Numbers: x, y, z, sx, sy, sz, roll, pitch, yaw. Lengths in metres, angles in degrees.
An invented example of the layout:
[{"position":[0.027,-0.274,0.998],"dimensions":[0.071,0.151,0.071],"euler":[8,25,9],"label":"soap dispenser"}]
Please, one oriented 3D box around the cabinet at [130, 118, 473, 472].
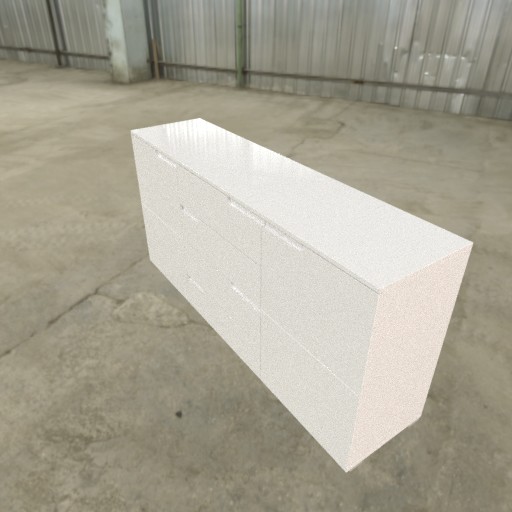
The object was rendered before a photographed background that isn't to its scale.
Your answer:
[{"position":[0.000,0.000,1.986],"dimensions":[0.400,0.800,1.650],"euler":[-20,38,-29],"label":"cabinet"}]
